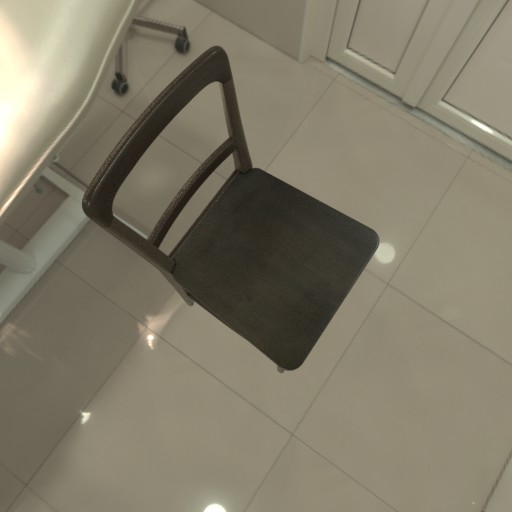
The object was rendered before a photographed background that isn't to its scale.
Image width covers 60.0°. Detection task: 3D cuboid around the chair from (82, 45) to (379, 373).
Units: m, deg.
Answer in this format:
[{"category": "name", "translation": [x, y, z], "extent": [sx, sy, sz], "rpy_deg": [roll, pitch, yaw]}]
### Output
[{"category": "chair", "translation": [0.000, 0.000, 1.291], "extent": [0.546, 0.991, 0.450], "rpy_deg": [34, 77, 9]}]
